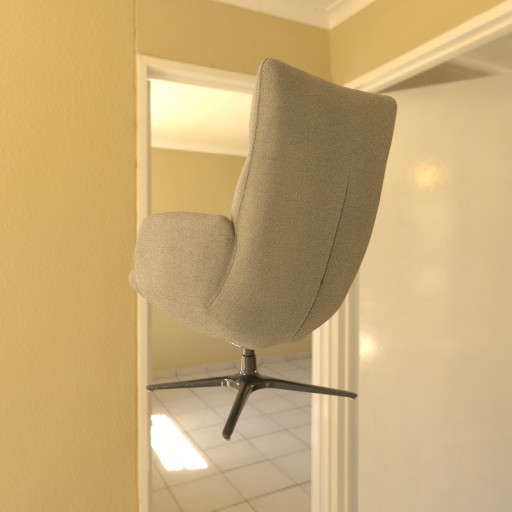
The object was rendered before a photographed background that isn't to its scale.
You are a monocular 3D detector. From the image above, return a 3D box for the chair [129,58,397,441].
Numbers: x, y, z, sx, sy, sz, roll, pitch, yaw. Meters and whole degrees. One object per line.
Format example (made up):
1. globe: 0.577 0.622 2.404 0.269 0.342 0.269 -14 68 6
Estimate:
1. chair: 0.000 0.000 1.569 0.711 1.016 0.889 -1 2 -37
